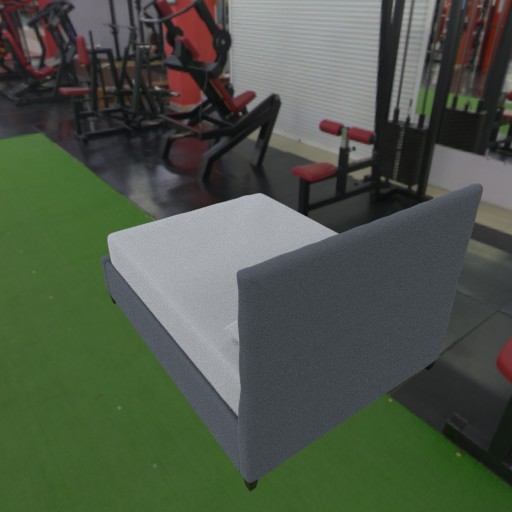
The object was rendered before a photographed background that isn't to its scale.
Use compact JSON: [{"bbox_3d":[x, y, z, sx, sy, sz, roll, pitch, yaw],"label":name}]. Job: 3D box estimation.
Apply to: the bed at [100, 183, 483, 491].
[{"bbox_3d":[0.000,0.000,3.258,1.698,1.427,2.231,-20,36,-30],"label":"bed"}]
